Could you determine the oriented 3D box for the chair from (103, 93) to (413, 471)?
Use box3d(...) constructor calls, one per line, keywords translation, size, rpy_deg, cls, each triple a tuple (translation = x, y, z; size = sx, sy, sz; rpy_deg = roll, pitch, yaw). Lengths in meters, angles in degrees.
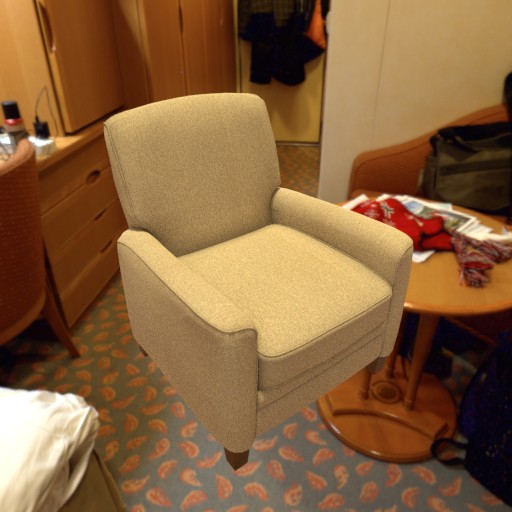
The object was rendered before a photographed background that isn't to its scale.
box3d(translation=(0.000, 0.000, 1.635), size=(0.848, 1.014, 0.864), rpy_deg=(-21, 37, -32), cls="chair")
